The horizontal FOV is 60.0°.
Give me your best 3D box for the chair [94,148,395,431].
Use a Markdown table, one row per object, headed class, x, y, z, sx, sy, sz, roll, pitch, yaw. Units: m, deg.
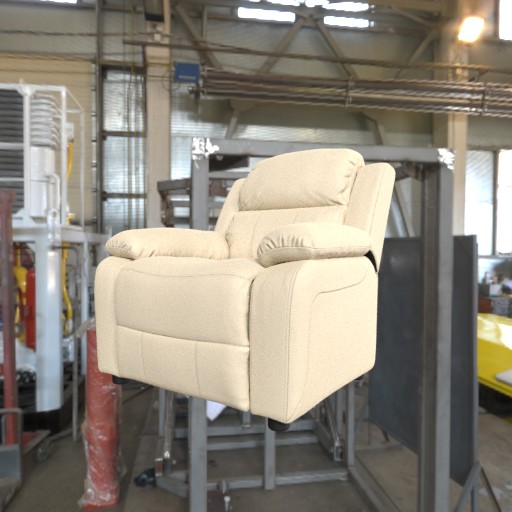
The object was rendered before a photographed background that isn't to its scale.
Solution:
| class | x | y | z | sx | sy | sz | roll | pitch | yaw |
| --- | --- | --- | --- | --- | --- | --- | --- | --- | --- |
| chair | 0.000 | 0.000 | 1.295 | 0.680 | 0.702 | 0.709 | 1 | 2 | 36 |
